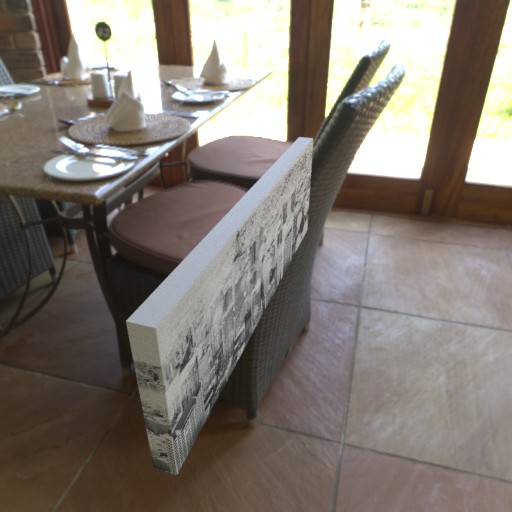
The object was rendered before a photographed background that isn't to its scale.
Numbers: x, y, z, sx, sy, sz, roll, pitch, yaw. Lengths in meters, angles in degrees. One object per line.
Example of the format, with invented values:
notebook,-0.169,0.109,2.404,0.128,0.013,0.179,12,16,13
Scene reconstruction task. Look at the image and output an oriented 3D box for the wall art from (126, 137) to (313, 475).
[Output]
wall art,0.000,0.000,0.849,0.038,0.255,0.763,10,32,16
